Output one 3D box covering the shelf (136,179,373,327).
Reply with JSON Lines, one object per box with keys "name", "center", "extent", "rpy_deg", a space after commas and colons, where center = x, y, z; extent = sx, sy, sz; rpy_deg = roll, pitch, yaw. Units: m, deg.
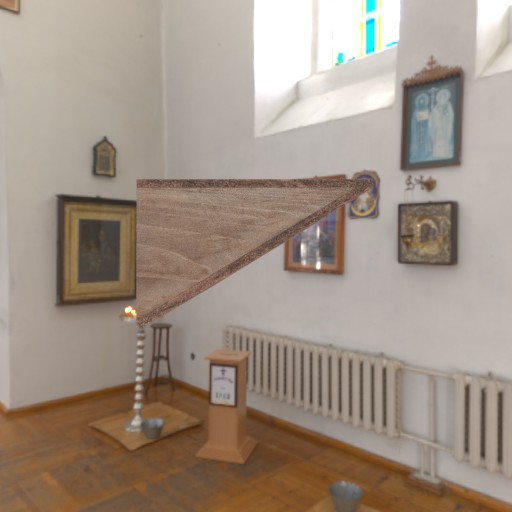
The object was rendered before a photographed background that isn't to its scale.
{"name": "shelf", "center": [0.000, 0.000, 0.678], "extent": [0.200, 0.125, 0.610], "rpy_deg": [0, 0, 0]}
